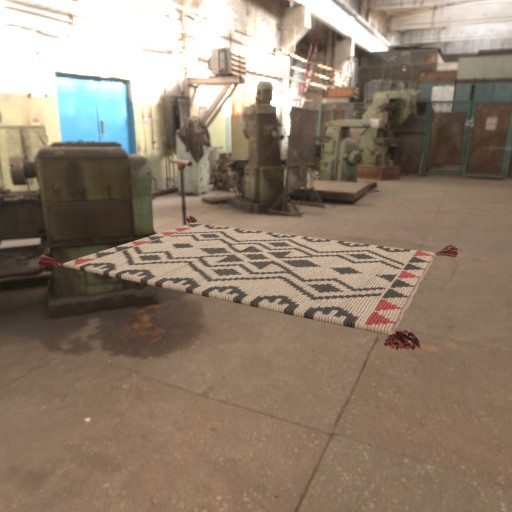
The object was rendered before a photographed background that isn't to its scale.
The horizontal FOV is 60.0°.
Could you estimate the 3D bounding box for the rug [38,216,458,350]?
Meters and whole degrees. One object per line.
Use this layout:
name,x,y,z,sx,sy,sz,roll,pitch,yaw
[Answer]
rug,0.000,0.000,2.587,2.069,0.067,1.444,9,19,27
